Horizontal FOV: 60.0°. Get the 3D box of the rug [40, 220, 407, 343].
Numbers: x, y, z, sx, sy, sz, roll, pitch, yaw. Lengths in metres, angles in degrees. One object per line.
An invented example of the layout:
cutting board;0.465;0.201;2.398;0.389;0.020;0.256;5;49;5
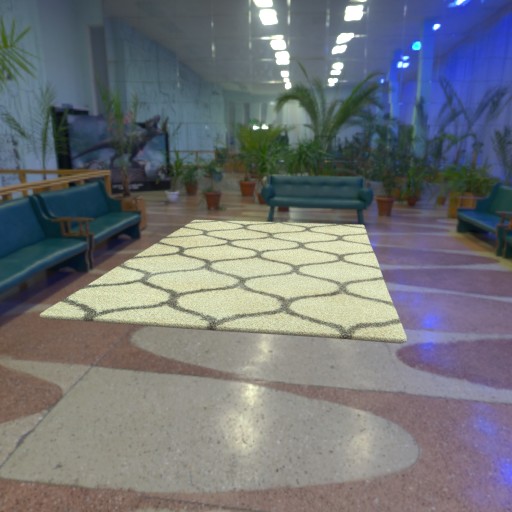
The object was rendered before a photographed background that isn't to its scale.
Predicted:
rug;0.000;0.000;3.385;1.801;0.026;2.701;2;15;9
